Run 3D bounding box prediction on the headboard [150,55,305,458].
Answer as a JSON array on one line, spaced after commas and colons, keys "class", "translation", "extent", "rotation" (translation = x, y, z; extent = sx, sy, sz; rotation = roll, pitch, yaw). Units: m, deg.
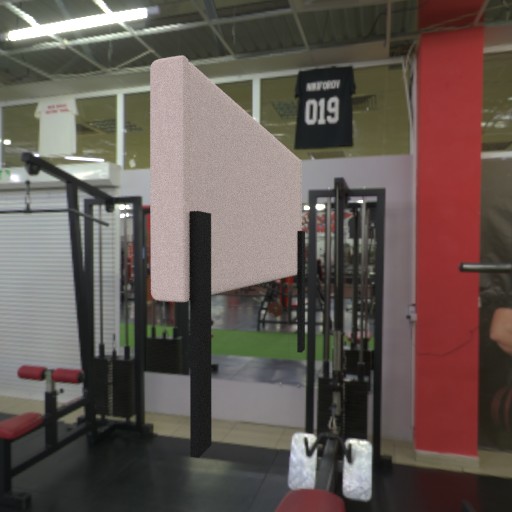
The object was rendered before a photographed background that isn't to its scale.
[{"class": "headboard", "translation": [0.000, 0.000, 2.647], "extent": [0.184, 1.524, 2.051], "rotation": [0, 1, 18]}]
